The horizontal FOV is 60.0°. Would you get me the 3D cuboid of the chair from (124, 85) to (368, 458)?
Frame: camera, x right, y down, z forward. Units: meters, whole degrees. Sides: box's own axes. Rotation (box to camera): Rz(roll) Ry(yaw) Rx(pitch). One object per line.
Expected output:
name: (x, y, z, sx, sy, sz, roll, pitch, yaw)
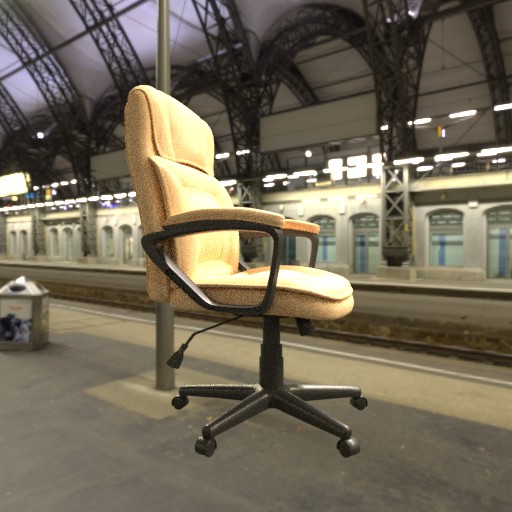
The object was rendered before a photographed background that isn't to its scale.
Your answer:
chair: (0.000, 0.000, 1.505, 0.724, 1.105, 0.667, 0, 1, 17)
